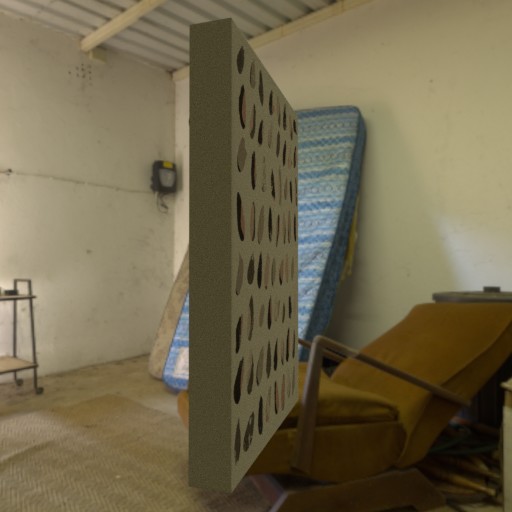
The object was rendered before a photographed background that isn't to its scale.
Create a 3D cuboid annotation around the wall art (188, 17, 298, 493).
[{"bbox_3d":[0.000,0.000,0.481,0.039,0.381,0.252,0,-1,18],"label":"wall art"}]
